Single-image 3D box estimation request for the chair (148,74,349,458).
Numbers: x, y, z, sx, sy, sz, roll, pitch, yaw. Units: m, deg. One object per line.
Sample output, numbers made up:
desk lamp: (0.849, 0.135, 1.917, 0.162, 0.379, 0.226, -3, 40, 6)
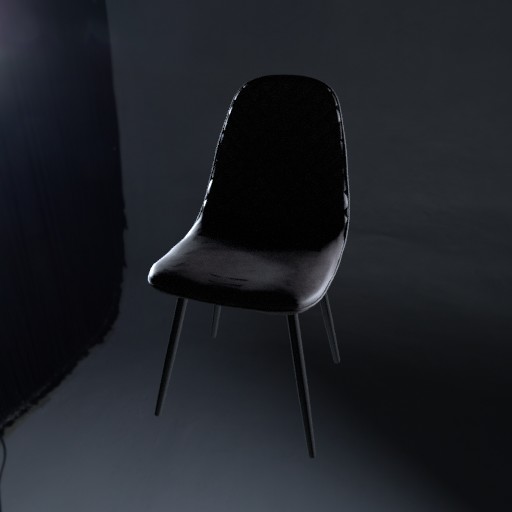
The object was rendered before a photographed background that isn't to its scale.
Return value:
chair: (0.000, 0.000, 1.211, 0.472, 0.889, 0.561, 8, 27, 17)
